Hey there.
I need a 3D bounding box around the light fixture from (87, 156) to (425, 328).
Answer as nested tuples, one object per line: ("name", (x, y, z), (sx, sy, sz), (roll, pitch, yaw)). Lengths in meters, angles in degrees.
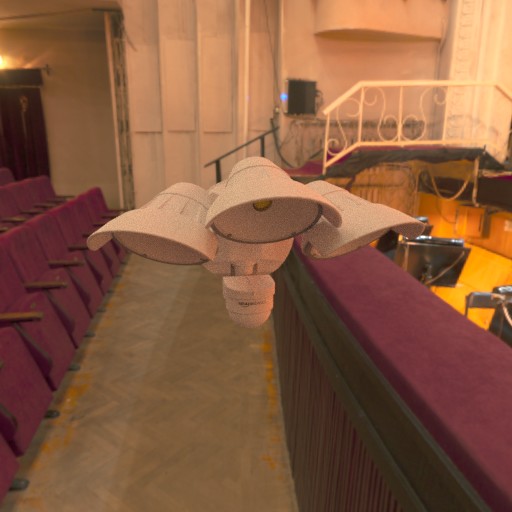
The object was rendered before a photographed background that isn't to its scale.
("light fixture", (0.000, 0.000, 0.543), (0.369, 0.237, 0.278), (-2, 15, -8))
